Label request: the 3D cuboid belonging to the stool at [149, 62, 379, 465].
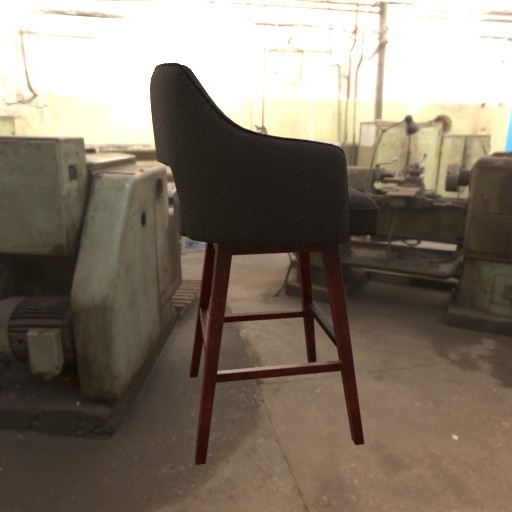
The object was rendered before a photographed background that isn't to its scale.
[{"bbox_3d":[0.000,0.000,1.308,0.558,1.012,0.548,-3,16,-10],"label":"stool"}]
